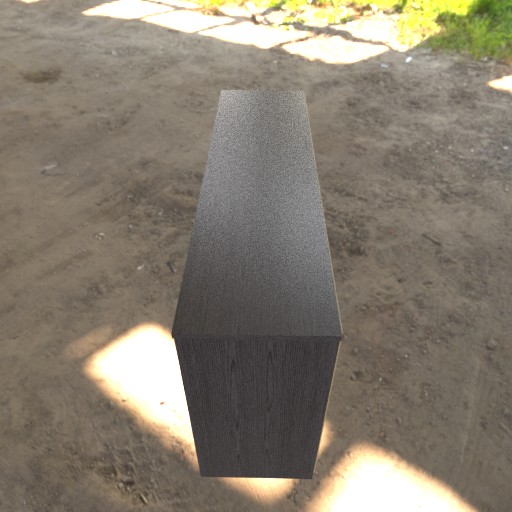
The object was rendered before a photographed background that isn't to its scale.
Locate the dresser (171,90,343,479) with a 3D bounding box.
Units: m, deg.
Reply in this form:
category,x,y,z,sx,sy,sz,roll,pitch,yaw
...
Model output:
category,x,y,z,sx,sy,sz,roll,pitch,yaw
dresser,0.000,0.000,1.701,0.401,0.755,1.360,1,42,1
